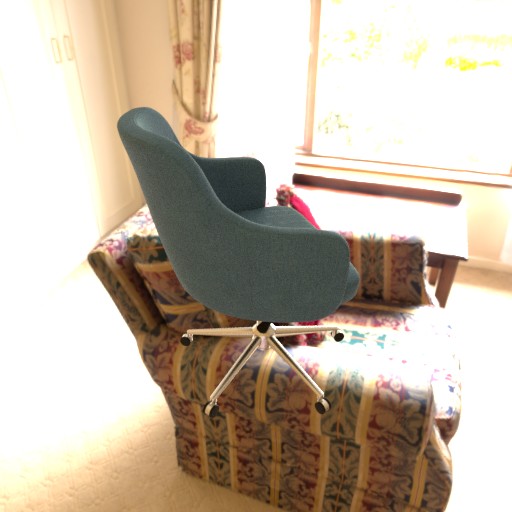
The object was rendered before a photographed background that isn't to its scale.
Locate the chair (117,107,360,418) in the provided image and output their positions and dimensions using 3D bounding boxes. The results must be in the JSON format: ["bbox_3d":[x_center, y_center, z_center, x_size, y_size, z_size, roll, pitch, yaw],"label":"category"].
[{"bbox_3d":[0.000,0.000,1.287,0.655,0.820,0.599,-10,32,-17],"label":"chair"}]
